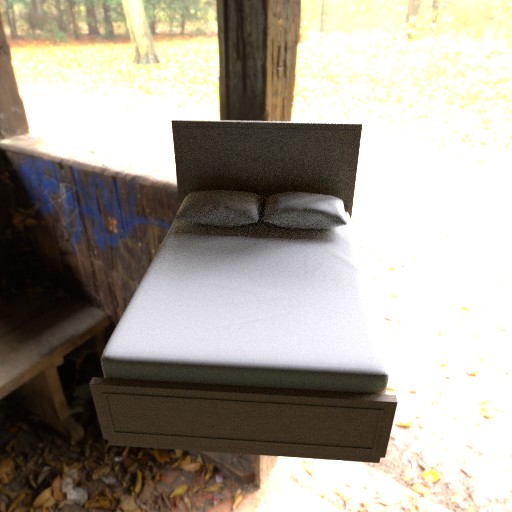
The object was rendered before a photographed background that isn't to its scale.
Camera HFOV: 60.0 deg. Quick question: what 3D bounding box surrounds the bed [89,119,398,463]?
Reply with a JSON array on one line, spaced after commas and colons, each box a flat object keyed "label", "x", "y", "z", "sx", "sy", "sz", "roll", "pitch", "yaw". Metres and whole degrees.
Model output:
[{"label": "bed", "x": 0.000, "y": 0.000, "z": 3.141, "sx": 1.606, "sy": 1.369, "sz": 2.189, "roll": 2, "pitch": 30, "yaw": 4}]
